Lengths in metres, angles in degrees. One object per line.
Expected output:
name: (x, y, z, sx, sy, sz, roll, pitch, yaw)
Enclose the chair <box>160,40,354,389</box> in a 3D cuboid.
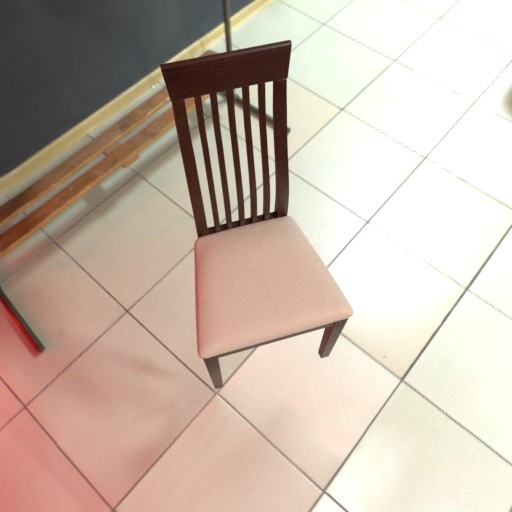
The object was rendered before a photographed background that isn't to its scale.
chair: (0.000, 0.000, 1.300, 0.460, 1.027, 0.474, -14, 63, -7)
